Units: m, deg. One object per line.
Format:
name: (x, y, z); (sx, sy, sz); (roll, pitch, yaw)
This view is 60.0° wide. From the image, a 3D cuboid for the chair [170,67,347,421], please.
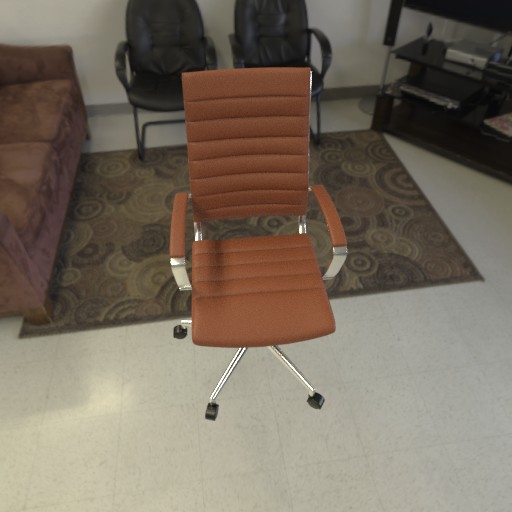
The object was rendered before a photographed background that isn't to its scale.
chair: (0.000, 0.000, 1.675); (0.766, 1.149, 0.739); (-4, 45, -4)
